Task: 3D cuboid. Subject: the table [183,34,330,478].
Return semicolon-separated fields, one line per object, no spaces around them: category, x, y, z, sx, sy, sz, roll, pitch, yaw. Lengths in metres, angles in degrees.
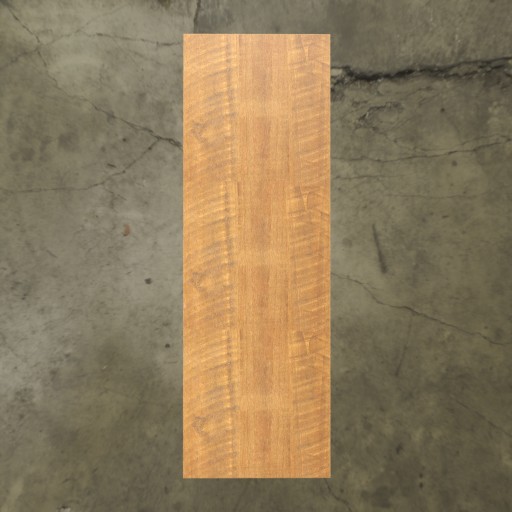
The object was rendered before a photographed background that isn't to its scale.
table;0.000;0.000;1.741;0.499;0.491;1.499;0;90;0
